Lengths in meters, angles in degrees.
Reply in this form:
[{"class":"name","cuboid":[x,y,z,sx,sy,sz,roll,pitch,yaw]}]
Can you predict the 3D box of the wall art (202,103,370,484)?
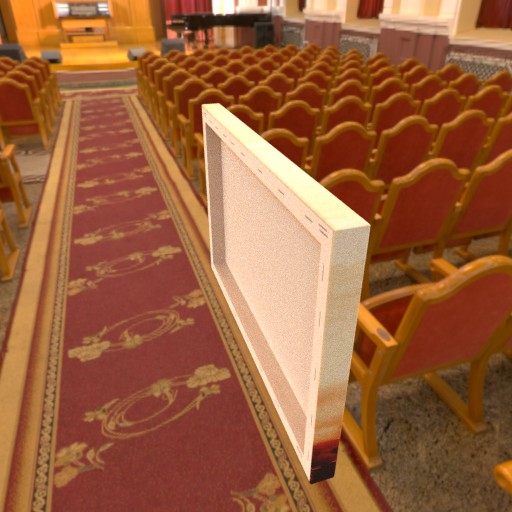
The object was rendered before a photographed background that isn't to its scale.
[{"class":"wall art","cuboid":[0.000,0.000,0.782,0.040,0.402,0.613,-9,31,-16]}]
